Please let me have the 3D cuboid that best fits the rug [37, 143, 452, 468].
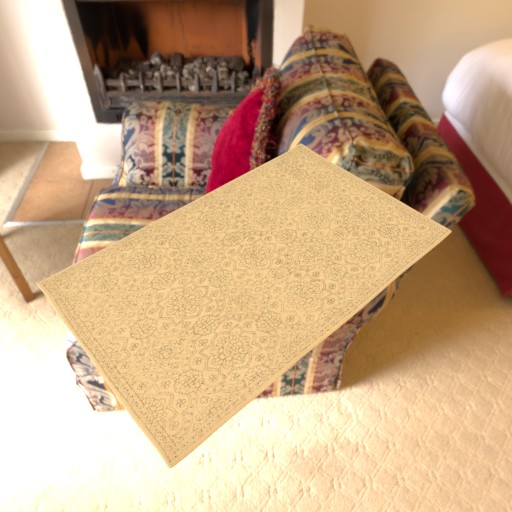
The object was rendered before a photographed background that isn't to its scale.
[{"bbox_3d":[0.000,0.000,3.008,2.434,0.023,1.518,-33,55,-27],"label":"rug"}]
